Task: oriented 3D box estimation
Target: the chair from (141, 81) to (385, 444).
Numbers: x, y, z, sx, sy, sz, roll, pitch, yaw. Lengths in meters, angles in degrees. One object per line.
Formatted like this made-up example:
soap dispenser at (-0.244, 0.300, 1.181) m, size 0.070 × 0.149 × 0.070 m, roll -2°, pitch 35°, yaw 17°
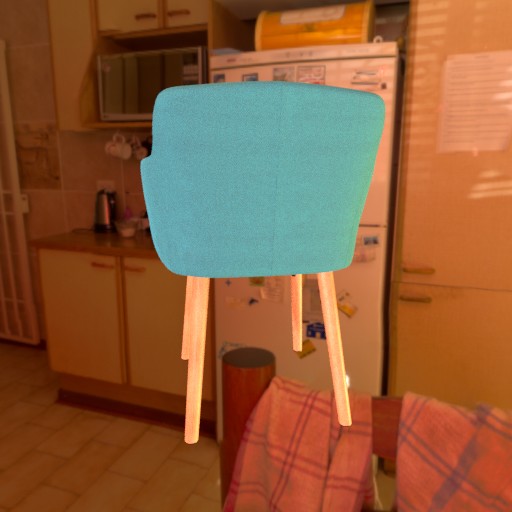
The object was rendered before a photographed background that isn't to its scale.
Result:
chair at (0.000, 0.000, 1.154) m, size 0.570 × 0.780 × 0.540 m, roll -2°, pitch 12°, yaw -10°
